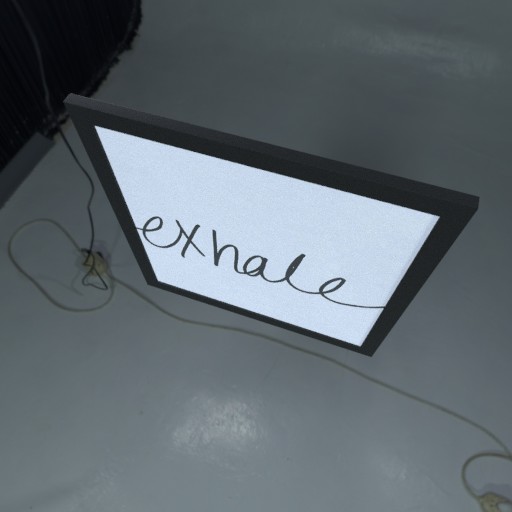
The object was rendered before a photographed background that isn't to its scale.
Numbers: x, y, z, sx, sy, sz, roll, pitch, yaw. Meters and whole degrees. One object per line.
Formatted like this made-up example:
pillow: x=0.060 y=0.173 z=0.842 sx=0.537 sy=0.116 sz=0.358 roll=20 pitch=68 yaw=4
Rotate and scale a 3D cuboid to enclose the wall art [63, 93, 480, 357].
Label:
wall art: x=0.000 y=0.000 z=0.519 sx=0.358 sy=0.357 sz=0.012 roll=17 pitch=61 yaw=10
